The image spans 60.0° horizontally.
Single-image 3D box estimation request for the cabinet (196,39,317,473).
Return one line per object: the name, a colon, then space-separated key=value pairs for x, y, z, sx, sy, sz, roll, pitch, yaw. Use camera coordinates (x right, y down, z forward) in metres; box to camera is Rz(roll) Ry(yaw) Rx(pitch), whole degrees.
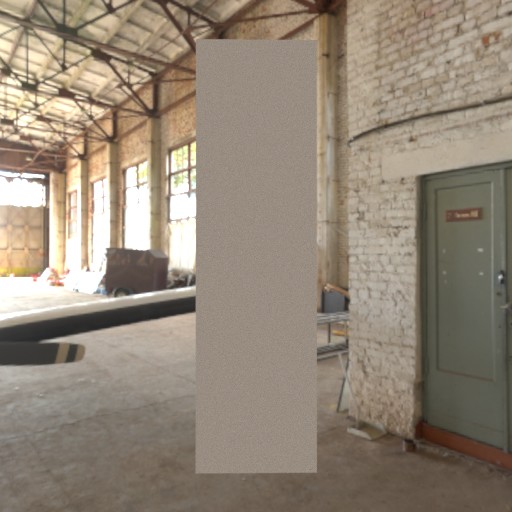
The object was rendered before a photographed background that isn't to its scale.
cabinet: x=0.000 y=0.000 z=1.946 sx=0.500 sy=1.790 sz=0.230 roll=0 pitch=0 yaw=-1
